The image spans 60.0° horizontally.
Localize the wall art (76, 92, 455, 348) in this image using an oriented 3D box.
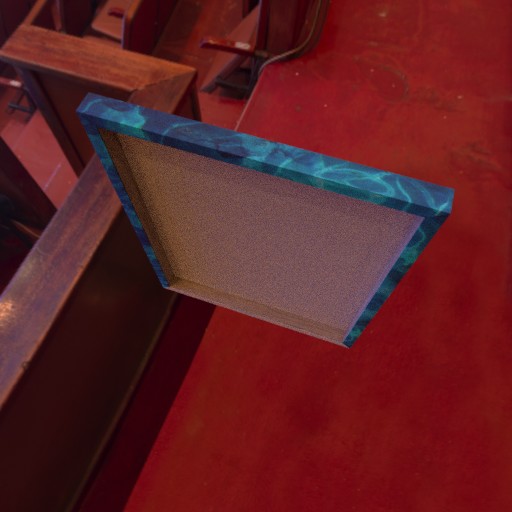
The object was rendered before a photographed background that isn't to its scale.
[{"bbox_3d":[0.000,0.000,0.861,0.508,0.635,0.038,17,65,8],"label":"wall art"}]
